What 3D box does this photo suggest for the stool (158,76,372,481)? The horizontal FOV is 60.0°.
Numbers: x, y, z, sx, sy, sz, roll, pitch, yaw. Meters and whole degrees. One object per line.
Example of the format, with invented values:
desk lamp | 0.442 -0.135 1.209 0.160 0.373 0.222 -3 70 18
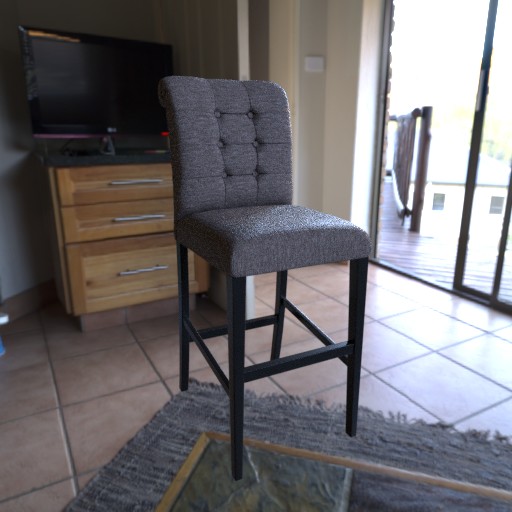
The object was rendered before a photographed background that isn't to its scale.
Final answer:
stool | 0.000 0.000 1.451 0.452 1.131 0.613 -8 17 -26
